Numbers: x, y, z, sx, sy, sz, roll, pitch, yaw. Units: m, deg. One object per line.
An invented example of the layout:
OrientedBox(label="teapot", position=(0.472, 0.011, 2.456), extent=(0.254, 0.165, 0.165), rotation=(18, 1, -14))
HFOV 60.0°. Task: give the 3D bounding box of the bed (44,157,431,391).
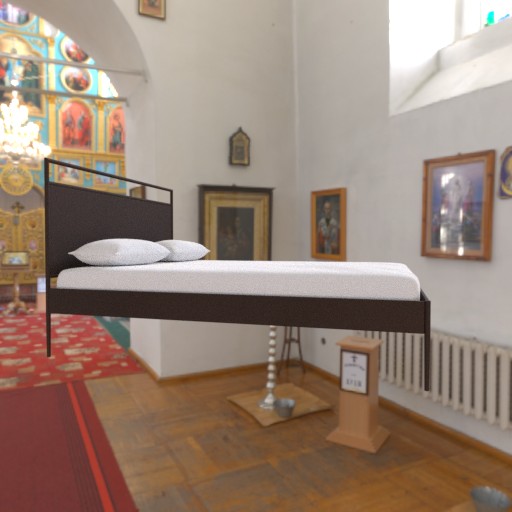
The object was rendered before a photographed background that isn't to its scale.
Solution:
OrientedBox(label="bed", position=(0.000, 0.000, 3.046), extent=(2.122, 1.173, 1.572), rotation=(0, 1, 17))
